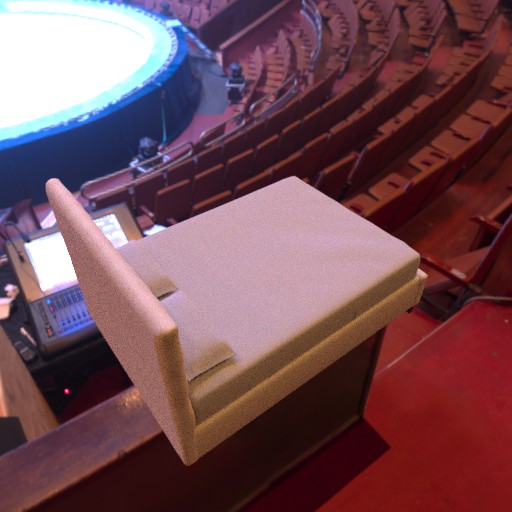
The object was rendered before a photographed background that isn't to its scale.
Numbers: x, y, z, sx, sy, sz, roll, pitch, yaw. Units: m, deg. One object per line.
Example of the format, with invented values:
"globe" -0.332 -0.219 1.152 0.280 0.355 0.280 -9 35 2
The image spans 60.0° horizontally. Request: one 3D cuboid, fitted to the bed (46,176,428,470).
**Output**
"bed" 0.000 0.000 3.504 2.387 1.427 1.698 -26 47 -27
